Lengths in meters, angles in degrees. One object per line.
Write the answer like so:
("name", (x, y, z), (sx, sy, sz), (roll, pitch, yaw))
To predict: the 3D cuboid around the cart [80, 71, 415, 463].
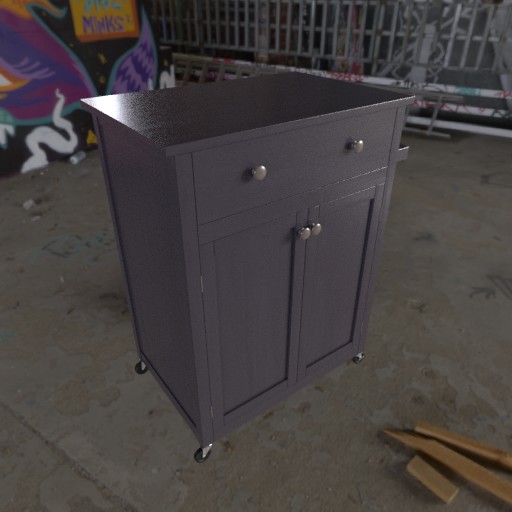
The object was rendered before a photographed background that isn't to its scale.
("cart", (0.000, 0.000, 1.276), (0.690, 0.878, 0.449), (-21, 37, -30))
